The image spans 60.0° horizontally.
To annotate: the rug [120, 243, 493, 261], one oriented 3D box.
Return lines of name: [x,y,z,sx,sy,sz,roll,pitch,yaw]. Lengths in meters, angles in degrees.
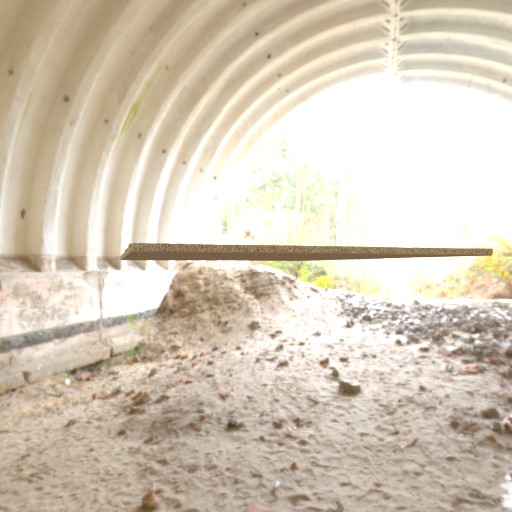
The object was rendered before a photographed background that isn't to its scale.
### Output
rug: [0.000,0.000,2.083,1.199,0.025,1.600,0,-1,-18]
